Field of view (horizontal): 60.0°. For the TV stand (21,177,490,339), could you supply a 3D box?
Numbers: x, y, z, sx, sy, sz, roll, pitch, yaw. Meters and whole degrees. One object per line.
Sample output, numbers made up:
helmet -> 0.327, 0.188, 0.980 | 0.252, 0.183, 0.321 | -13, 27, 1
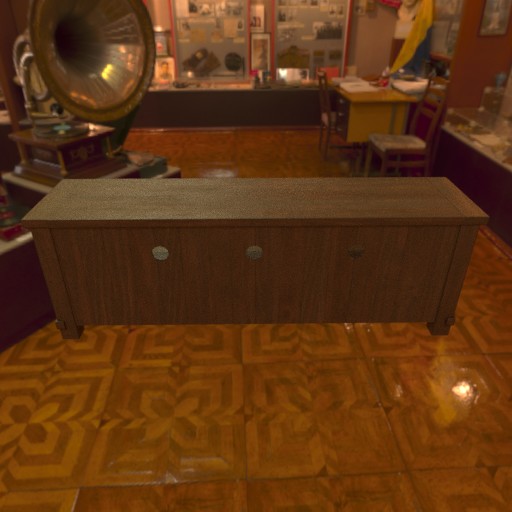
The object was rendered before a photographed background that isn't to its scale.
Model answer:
TV stand -> 0.000, 0.000, 2.113 | 1.866, 0.615, 0.471 | 0, 30, -1
